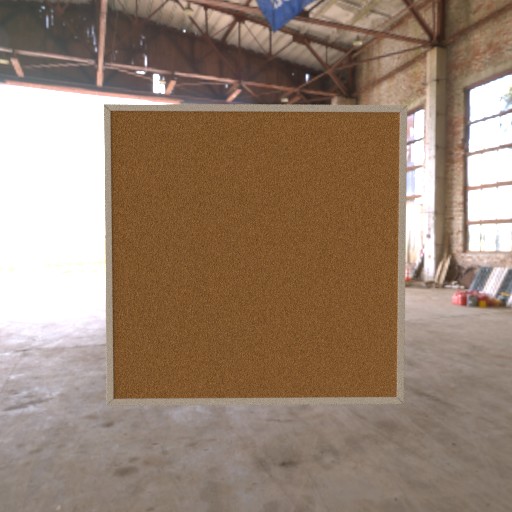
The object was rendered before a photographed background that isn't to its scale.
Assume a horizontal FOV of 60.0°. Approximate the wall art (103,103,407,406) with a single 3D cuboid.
[{"bbox_3d":[0.000,0.000,0.767,0.508,0.508,0.037,0,2,-1],"label":"wall art"}]
